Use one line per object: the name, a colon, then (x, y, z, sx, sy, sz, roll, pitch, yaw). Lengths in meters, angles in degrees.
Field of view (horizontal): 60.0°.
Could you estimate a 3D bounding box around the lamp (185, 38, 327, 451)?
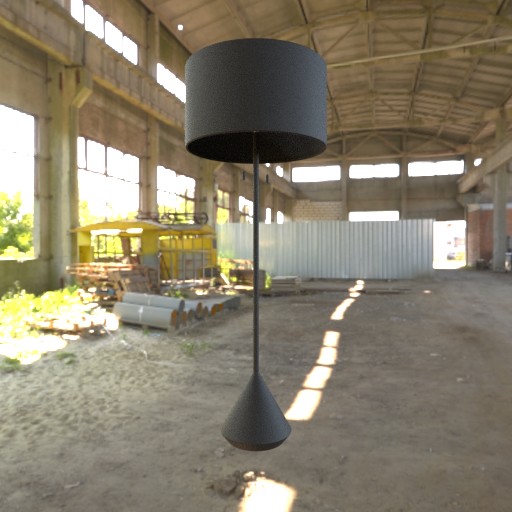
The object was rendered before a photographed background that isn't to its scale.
lamp: (0.000, 0.000, 1.839, 0.580, 1.526, 0.580, 0, 0, -18)
